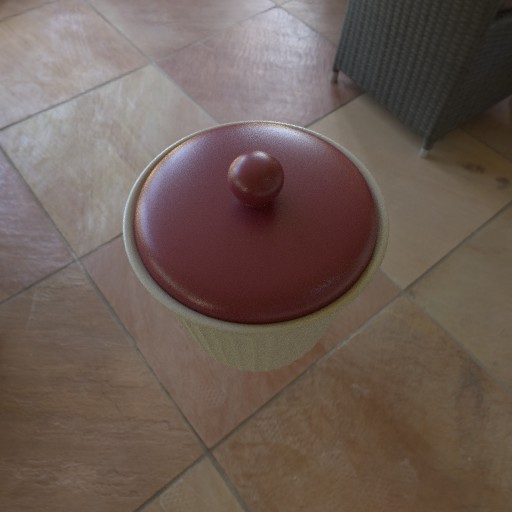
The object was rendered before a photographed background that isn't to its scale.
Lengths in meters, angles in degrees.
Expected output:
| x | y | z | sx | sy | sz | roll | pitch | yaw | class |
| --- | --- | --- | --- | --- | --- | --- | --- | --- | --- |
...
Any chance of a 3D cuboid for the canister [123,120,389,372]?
| x | y | z | sx | sy | sz | roll | pitch | yaw | class |
| --- | --- | --- | --- | --- | --- | --- | --- | --- | --- |
| 0.000 | 0.000 | 0.354 | 0.181 | 0.211 | 0.181 | 0 | 58 | 0 | canister |
